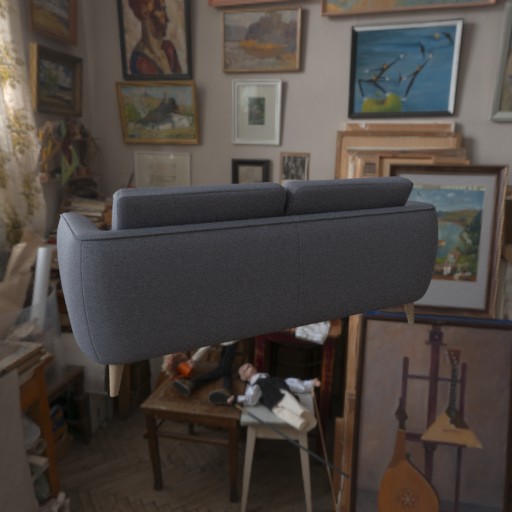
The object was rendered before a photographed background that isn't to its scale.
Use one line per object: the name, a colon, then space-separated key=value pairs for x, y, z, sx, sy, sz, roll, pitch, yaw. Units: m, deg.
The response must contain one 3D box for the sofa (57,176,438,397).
sofa: x=0.000 y=0.000 z=2.526 sx=2.000 sy=0.870 sz=0.920 roll=-7 pitch=16 yaw=-26
